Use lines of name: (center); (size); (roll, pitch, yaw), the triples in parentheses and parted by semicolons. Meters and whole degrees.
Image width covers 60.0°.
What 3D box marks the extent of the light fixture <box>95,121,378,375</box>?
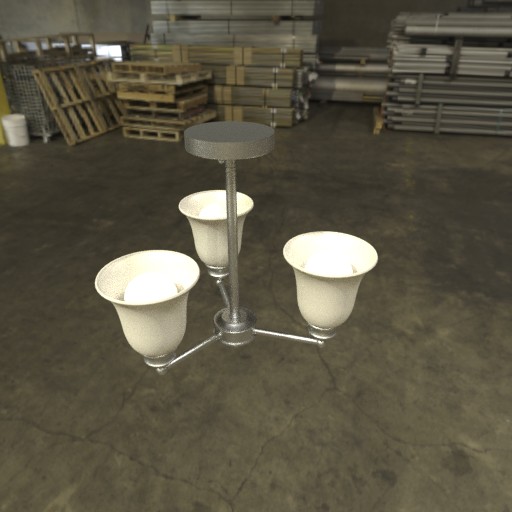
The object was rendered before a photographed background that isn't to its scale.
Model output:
light fixture: (0.000, 0.000, 0.672); (0.354, 0.370, 0.388); (8, 30, 14)
